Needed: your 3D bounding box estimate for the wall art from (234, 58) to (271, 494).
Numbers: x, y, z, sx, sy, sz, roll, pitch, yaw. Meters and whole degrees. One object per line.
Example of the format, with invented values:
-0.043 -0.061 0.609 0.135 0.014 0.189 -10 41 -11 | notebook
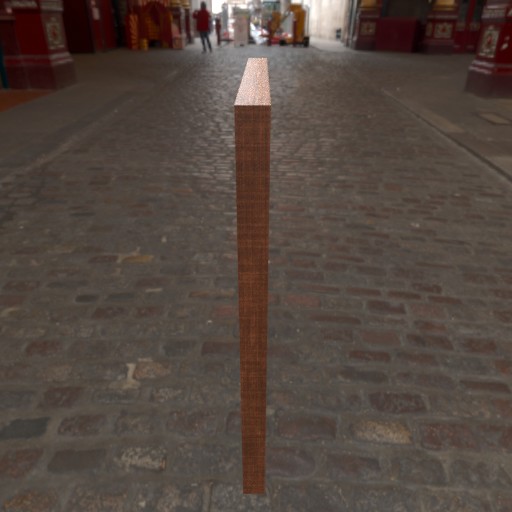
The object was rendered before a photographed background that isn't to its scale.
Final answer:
0.000 0.000 0.740 0.033 0.567 0.467 0 29 1 | wall art
